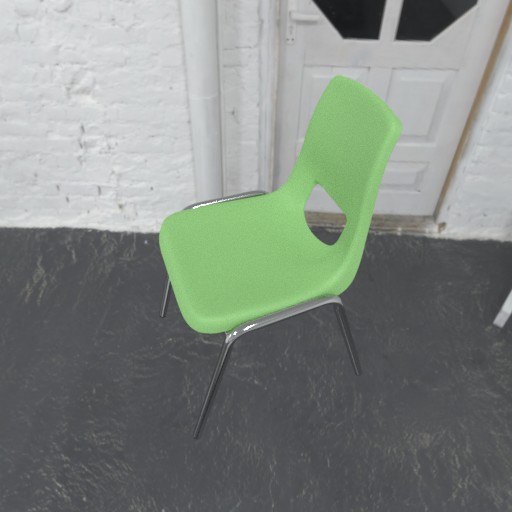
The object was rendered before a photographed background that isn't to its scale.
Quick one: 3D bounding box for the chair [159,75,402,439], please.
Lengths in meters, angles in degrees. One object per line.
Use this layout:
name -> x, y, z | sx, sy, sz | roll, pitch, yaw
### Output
chair -> 0.000, 0.000, 0.935 | 0.436, 0.653, 0.381 | -15, 46, -15
